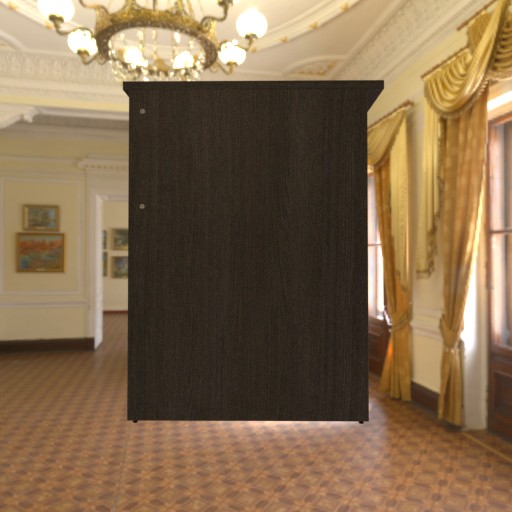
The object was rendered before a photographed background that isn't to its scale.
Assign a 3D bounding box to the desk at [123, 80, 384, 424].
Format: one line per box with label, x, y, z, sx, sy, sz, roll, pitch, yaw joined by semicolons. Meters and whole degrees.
desk;0.000;0.000;1.488;0.560;0.730;1.096;0;-1;1
